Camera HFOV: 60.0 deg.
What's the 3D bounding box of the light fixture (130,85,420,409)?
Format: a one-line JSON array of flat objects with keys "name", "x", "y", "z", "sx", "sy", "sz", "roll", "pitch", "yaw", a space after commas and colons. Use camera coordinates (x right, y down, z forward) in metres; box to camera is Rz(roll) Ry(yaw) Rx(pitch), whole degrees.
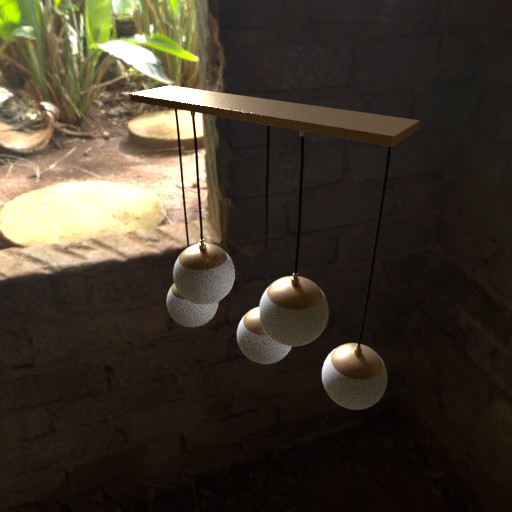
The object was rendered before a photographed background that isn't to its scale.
[{"name": "light fixture", "x": 0.000, "y": 0.000, "z": 1.322, "sx": 0.863, "sy": 0.869, "sz": 0.299, "roll": 20, "pitch": 36, "yaw": 30}]
